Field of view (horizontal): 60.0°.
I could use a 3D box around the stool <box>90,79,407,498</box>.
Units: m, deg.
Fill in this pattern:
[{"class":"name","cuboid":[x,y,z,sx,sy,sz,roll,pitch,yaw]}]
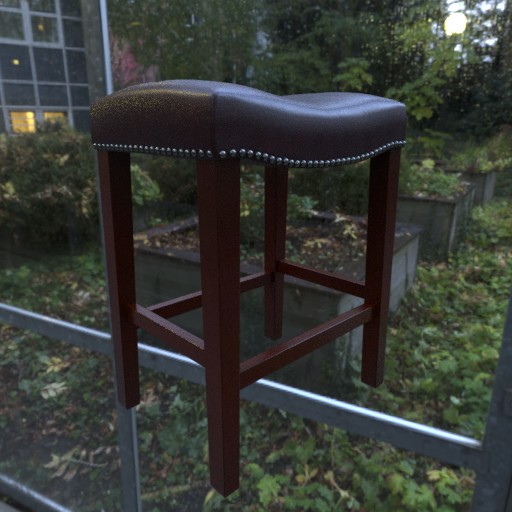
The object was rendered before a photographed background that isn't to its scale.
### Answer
[{"class":"stool","cuboid":[0.000,0.000,0.926,0.504,0.657,0.372,-15,22,-42]}]
